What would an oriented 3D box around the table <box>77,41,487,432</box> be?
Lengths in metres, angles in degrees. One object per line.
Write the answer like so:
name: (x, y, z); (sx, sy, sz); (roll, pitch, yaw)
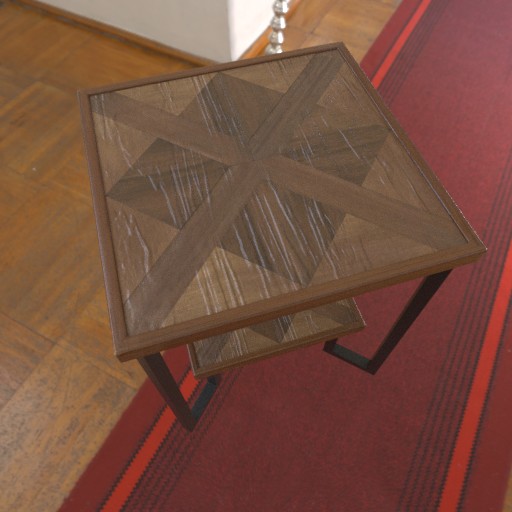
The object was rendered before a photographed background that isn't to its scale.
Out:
table: (0.000, 0.000, 0.925); (0.503, 0.563, 0.503); (-15, 59, -9)
